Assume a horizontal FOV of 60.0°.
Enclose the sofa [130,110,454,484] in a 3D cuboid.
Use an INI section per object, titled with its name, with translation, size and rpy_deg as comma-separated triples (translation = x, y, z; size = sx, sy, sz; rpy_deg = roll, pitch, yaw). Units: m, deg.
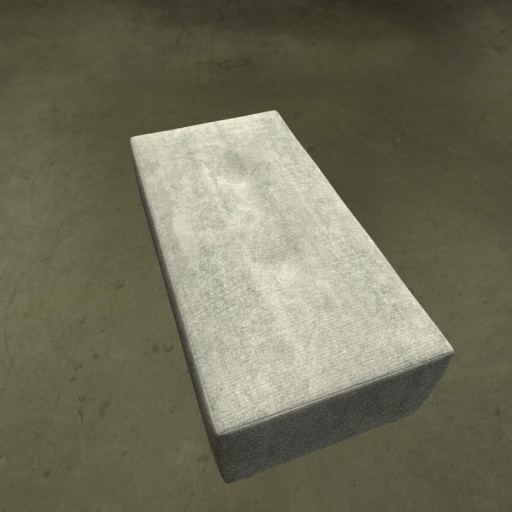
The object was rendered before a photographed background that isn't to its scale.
[sofa]
translation = 0.000, 0.000, 1.143
size = 0.480, 0.330, 0.930
rpy_deg = -15, 50, -13
